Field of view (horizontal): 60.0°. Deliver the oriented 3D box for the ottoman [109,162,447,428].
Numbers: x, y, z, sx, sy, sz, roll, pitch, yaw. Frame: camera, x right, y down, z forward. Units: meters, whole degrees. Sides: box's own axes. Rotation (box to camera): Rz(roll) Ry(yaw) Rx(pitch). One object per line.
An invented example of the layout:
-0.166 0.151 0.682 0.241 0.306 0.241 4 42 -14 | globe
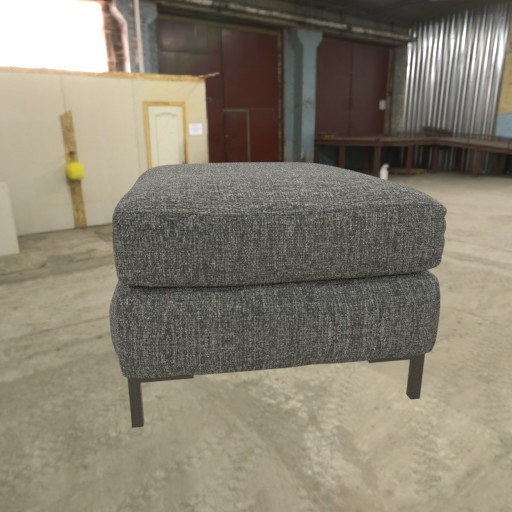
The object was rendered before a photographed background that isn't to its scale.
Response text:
0.000 0.000 1.207 0.683 0.480 0.828 -3 16 -9 | ottoman
